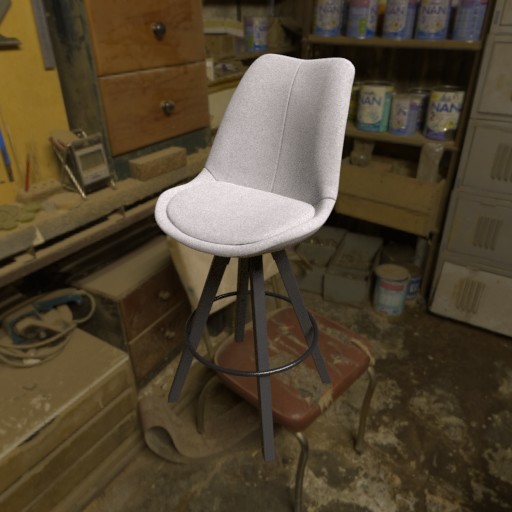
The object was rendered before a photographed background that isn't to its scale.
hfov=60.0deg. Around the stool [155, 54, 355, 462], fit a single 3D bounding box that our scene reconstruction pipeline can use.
[{"bbox_3d":[0.000,0.000,1.390,0.485,1.115,0.550,19,34,30],"label":"stool"}]
